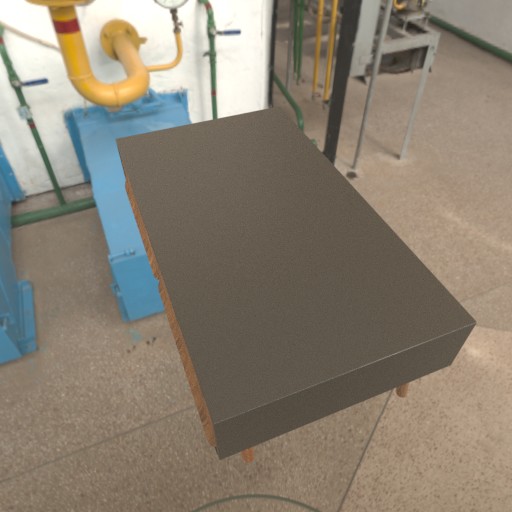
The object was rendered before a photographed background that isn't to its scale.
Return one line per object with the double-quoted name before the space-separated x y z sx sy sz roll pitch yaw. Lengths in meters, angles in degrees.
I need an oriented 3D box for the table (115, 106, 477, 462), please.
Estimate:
"table" 0.000 0.000 1.543 0.703 0.404 1.201 -16 48 -15
